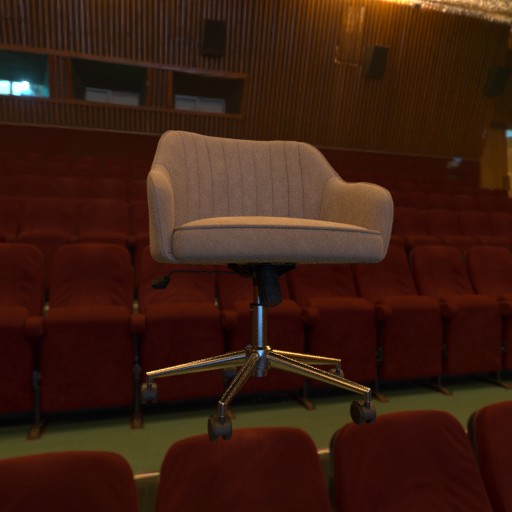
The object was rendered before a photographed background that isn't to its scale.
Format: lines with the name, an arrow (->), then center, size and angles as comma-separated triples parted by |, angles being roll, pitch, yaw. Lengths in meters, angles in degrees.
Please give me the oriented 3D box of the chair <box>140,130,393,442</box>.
chair -> 0.000, 0.000, 1.280 | 0.635, 0.831, 0.573 | 1, -2, -17
